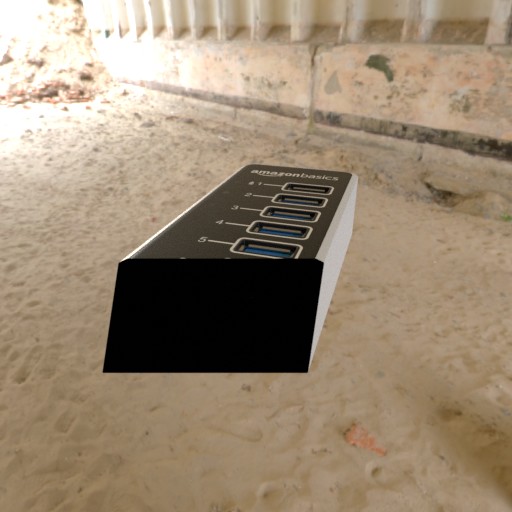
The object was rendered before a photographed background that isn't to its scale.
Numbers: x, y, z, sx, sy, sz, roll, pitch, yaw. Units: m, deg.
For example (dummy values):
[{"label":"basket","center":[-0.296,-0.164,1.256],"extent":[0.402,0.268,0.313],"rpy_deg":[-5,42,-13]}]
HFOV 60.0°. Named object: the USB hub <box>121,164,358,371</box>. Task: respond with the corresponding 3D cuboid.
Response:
[{"label":"USB hub","center":[0.000,0.000,0.126],"extent":[0.044,0.023,0.110],"rpy_deg":[8,28,16]}]
